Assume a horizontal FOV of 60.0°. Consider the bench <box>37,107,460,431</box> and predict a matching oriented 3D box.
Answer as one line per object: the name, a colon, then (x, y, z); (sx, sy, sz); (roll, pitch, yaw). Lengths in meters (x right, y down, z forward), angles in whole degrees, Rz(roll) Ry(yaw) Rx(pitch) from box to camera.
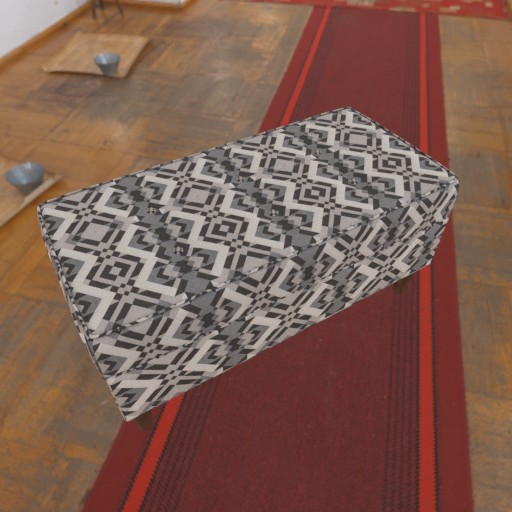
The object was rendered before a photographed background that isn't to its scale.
bench: (0.000, 0.000, 1.293); (1.016, 0.477, 0.492); (-23, 50, -21)
